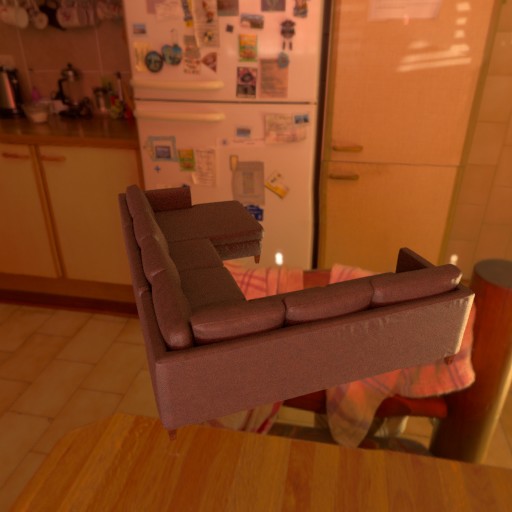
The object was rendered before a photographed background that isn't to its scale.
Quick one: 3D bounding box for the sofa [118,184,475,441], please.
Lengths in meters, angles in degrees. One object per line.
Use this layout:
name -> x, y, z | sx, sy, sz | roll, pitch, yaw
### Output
sofa -> 0.000, 0.000, 4.736 | 2.593, 0.923, 3.460 | -9, 29, -17
